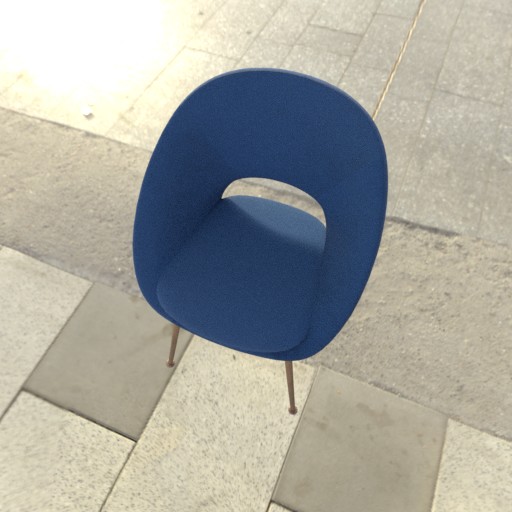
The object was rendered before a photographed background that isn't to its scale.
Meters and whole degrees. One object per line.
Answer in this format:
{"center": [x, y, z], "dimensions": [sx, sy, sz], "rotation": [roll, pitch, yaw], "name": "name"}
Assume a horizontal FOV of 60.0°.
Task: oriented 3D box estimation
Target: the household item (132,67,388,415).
{"center": [0.000, 0.000, 1.282], "dimensions": [0.623, 0.852, 0.573], "rotation": [18, 59, 11], "name": "household item"}
